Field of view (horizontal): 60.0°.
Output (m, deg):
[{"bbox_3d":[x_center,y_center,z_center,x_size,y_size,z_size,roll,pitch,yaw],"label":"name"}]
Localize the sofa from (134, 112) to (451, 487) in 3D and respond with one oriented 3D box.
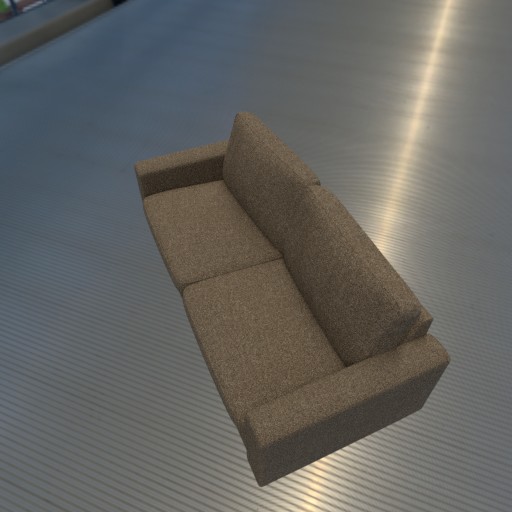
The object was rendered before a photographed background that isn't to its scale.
[{"bbox_3d":[0.000,0.000,2.679,1.016,0.873,2.179,-18,49,-16],"label":"sofa"}]
